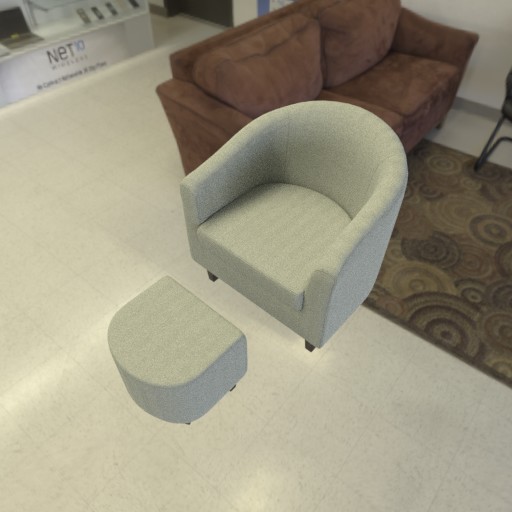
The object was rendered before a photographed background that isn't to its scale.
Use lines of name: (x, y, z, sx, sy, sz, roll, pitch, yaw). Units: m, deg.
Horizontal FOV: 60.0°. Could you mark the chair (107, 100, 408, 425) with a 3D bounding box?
chair: (0.000, 0.000, 1.733, 0.756, 0.757, 1.288, 33, 55, 27)
